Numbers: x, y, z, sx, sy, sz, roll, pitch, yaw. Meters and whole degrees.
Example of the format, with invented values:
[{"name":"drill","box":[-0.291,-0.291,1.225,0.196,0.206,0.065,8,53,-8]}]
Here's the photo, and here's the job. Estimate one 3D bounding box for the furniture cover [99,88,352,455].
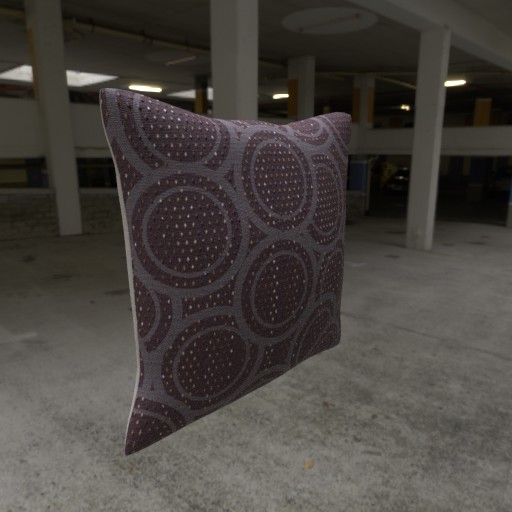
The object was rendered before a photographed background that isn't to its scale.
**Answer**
[{"name":"furniture cover","box":[0.000,0.000,0.780,0.193,0.509,0.552,13,18,42]}]
